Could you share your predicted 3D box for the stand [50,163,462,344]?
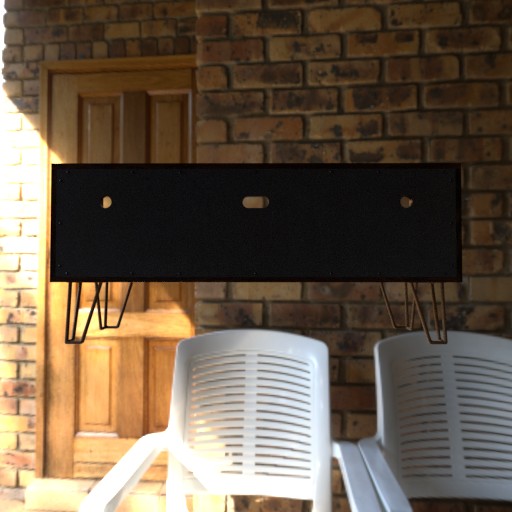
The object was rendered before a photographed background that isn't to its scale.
[{"bbox_3d":[0.000,0.000,1.714,1.372,0.610,0.481,0,-2,0],"label":"stand"}]
